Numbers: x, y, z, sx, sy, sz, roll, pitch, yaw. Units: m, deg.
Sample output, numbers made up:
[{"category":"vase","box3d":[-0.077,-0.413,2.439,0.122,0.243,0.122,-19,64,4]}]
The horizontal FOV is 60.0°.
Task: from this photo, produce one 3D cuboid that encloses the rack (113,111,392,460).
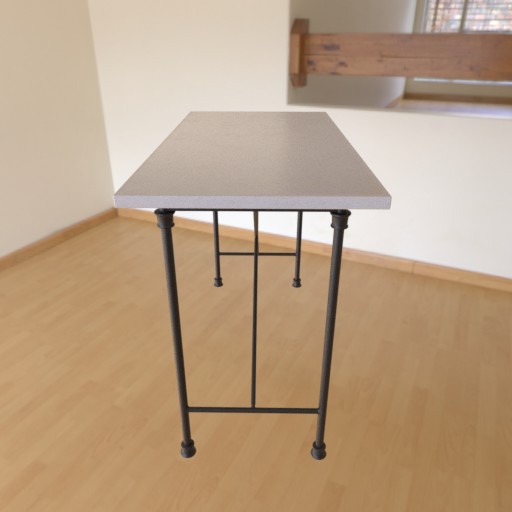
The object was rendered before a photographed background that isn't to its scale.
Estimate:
[{"category":"rack","box3d":[0.000,0.000,1.687,0.613,0.880,1.159,0,27,1]}]
